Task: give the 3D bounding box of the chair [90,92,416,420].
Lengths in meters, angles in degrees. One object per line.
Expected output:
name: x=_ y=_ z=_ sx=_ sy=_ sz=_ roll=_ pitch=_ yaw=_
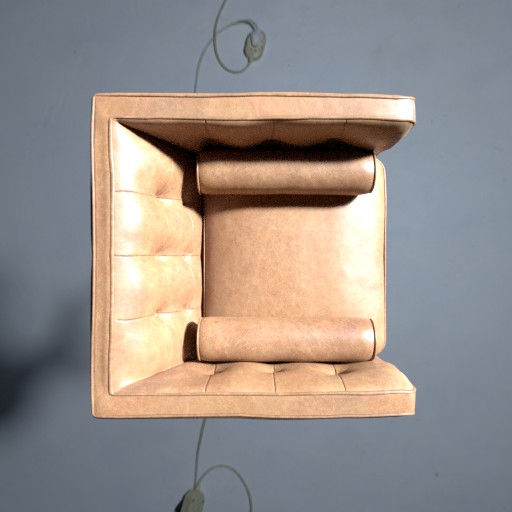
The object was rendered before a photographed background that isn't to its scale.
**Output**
chair: x=0.000 y=0.000 z=1.593 sx=0.912 sy=0.797 sz=0.920 roll=0 pitch=90 yaw=0
